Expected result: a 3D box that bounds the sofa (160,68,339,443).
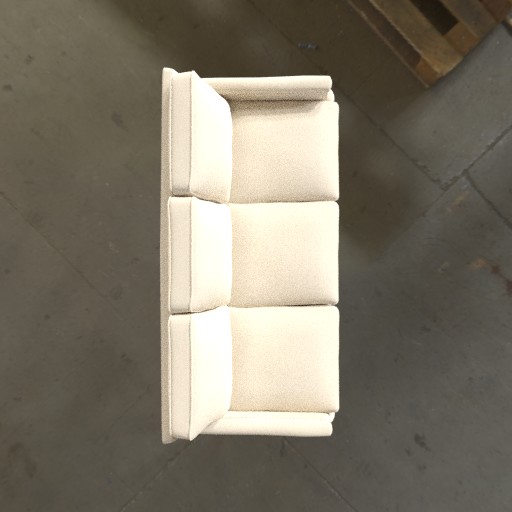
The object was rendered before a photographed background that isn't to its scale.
[{"bbox_3d":[0.000,0.000,2.877,1.084,1.003,2.246,0,90,1],"label":"sofa"}]
